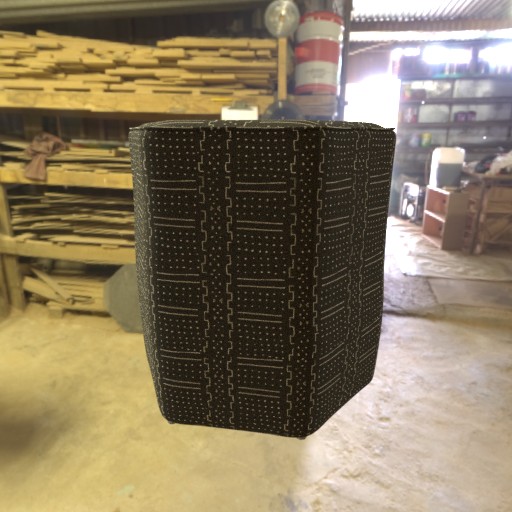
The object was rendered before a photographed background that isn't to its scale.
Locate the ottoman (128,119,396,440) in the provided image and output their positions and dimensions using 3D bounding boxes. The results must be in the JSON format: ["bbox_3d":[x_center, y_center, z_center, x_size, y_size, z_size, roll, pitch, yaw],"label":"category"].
[{"bbox_3d":[0.000,0.000,0.866,0.494,0.502,0.443,3,16,10],"label":"ottoman"}]
